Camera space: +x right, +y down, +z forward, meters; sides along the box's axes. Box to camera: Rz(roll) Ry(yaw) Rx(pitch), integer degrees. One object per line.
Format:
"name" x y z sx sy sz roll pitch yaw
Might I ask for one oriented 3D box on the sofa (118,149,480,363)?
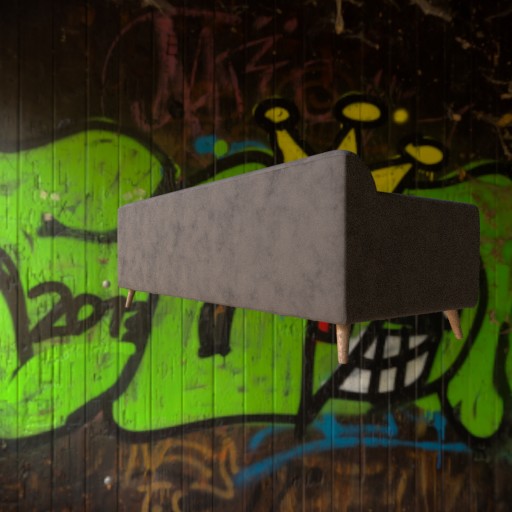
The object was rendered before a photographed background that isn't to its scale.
"sofa" 0.000 0.000 2.594 0.900 0.740 2.190 0 0 -36
